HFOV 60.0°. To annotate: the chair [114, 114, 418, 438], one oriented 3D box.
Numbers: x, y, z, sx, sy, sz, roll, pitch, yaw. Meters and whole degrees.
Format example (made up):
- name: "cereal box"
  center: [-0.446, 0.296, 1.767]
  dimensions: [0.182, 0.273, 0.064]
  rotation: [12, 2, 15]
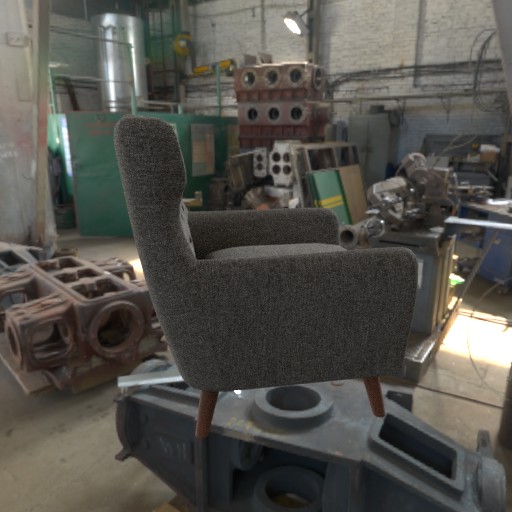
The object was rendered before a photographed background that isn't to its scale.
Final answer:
- name: "chair"
  center: [0.000, 0.000, 1.728]
  dimensions: [0.940, 1.039, 0.889]
  rotation: [-3, 16, -10]
